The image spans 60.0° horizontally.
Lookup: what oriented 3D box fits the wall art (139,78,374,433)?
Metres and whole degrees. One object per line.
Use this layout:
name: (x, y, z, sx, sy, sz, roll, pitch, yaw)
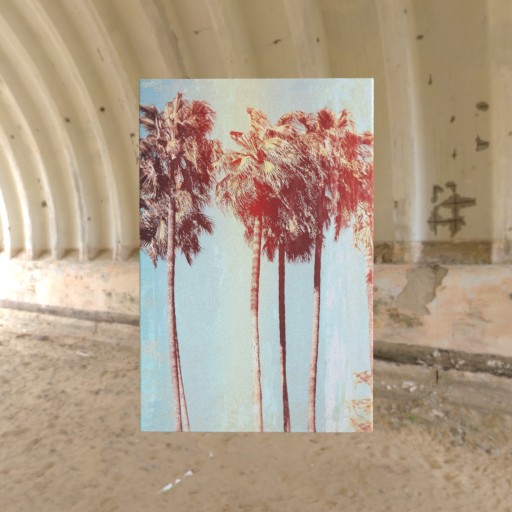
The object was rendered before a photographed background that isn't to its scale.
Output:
wall art: (0.000, 0.000, 1.159, 0.605, 0.915, 0.037, 0, 1, 1)
